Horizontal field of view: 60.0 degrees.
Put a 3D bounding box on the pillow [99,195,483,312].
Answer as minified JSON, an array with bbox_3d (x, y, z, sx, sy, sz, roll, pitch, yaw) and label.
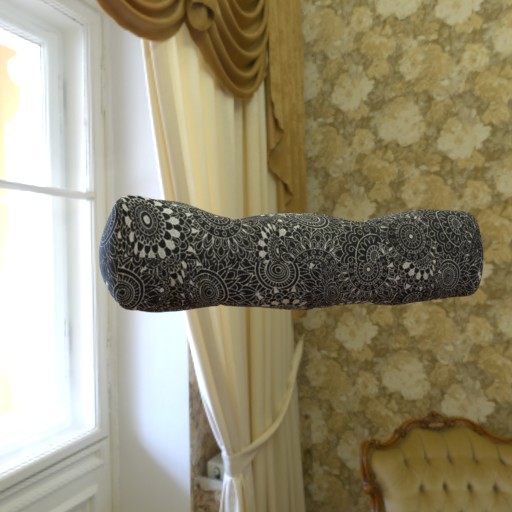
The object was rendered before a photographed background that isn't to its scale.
[{"bbox_3d":[0.000,0.000,0.708,0.468,0.128,0.490,0,1,-19],"label":"pillow"}]
